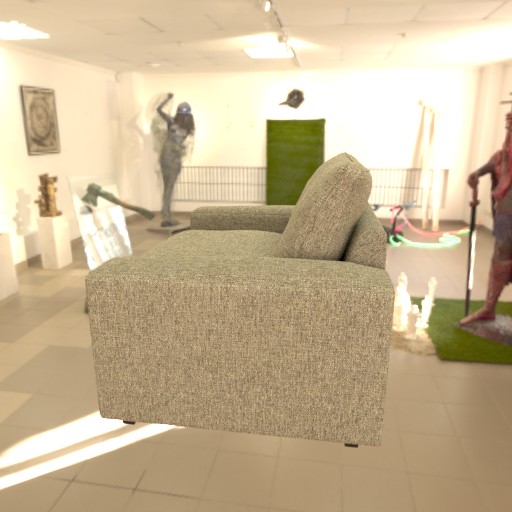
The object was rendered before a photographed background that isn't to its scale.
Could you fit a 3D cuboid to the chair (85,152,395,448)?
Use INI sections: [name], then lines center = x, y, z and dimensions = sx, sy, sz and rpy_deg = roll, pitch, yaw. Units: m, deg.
[chair]
center = 0.000, 0.000, 2.049
dimensions = 1.039, 0.915, 1.398
rpy_deg = 2, 16, 8
